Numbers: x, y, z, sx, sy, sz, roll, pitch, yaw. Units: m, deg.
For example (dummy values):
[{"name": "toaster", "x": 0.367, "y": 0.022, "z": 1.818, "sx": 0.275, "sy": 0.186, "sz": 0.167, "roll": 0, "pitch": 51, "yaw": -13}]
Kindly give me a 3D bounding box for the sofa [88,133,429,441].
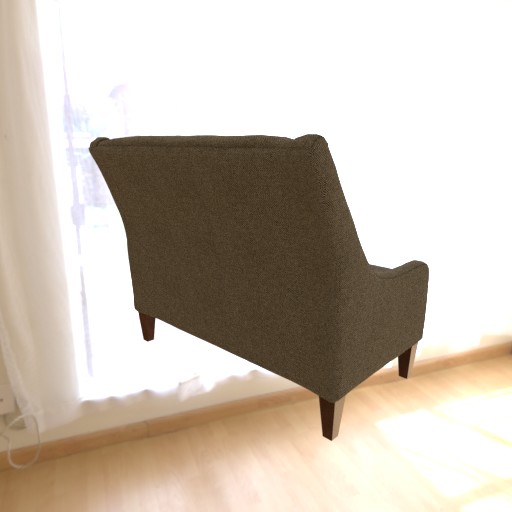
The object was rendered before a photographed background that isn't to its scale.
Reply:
[{"name": "sofa", "x": 0.000, "y": 0.000, "z": 1.951, "sx": 1.242, "sy": 1.021, "sz": 0.870, "roll": 13, "pitch": 20, "yaw": 42}]
